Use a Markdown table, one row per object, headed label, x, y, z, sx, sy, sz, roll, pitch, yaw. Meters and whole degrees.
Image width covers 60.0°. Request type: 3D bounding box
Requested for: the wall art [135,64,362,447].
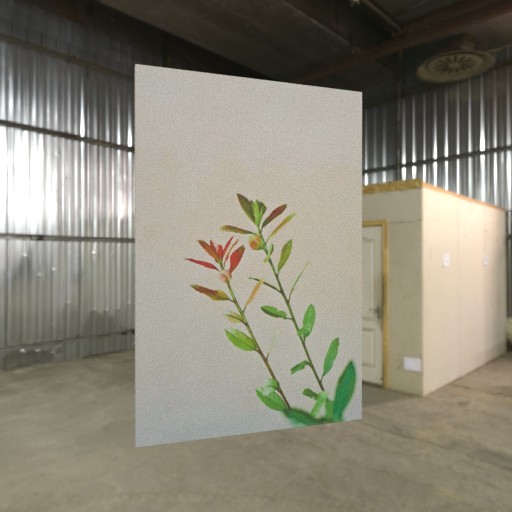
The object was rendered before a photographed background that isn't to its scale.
| label | x | y | z | sx | sy | sz | roll | pitch | yaw |
| --- | --- | --- | --- | --- | --- | --- | --- | --- | --- |
| wall art | 0.000 | 0.000 | 1.452 | 0.764 | 1.143 | 0.038 | 0 | 0 | -17 |
